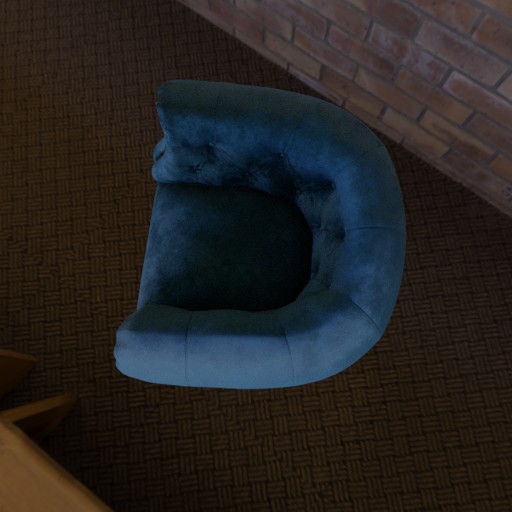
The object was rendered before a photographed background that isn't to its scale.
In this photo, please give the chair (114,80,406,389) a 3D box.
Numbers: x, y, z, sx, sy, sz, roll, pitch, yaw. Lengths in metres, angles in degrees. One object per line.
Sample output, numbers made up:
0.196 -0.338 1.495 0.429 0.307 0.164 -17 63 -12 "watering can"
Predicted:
0.000 0.000 1.579 0.851 0.826 0.904 5 75 1 "chair"
